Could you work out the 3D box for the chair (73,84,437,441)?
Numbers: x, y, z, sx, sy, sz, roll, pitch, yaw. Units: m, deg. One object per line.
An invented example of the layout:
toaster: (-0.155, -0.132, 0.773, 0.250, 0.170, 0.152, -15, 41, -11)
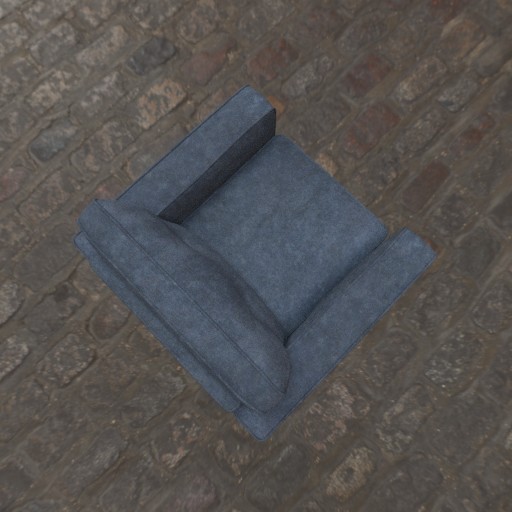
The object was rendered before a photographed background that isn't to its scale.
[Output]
chair: (0.000, 0.000, 1.775, 0.939, 0.965, 1.015, -44, 81, -9)
